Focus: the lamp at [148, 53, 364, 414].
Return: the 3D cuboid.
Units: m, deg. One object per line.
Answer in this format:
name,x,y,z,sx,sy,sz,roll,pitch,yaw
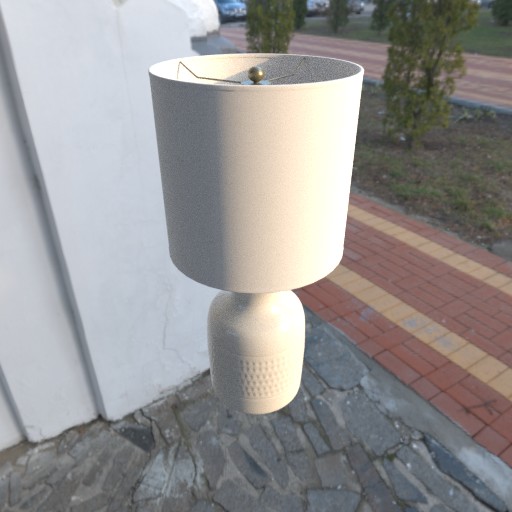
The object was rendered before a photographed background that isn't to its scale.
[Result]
lamp,0.000,0.000,0.494,0.188,0.392,0.188,-9,32,-15
